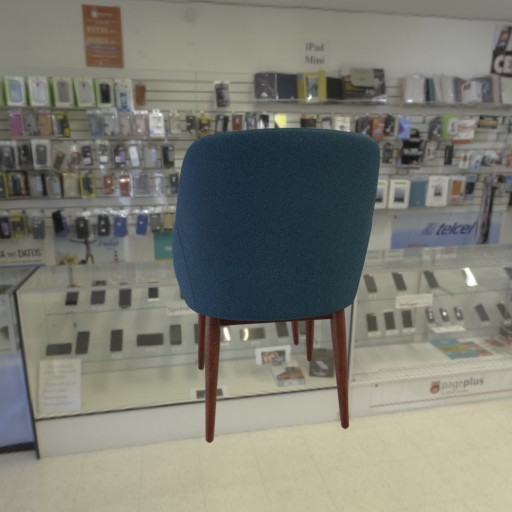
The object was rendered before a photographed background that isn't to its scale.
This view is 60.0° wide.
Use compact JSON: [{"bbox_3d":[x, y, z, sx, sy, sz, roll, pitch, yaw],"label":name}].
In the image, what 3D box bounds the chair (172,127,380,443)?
[{"bbox_3d":[0.000,0.000,1.611,0.584,0.866,1.114,-2,15,-9],"label":"chair"}]
